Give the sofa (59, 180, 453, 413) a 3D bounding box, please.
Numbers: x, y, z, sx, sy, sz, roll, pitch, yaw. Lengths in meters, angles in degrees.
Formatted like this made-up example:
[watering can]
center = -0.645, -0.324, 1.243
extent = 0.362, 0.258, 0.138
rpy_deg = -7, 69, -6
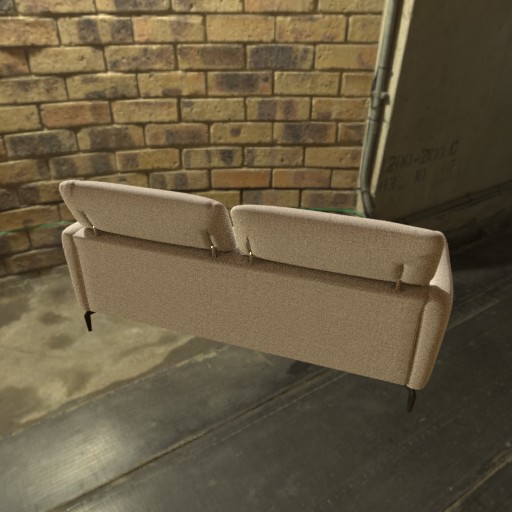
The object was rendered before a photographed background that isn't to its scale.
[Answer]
[sofa]
center = 0.000, 0.000, 2.477
extent = 2.015, 0.956, 0.856
rpy_deg = 10, 32, 16
